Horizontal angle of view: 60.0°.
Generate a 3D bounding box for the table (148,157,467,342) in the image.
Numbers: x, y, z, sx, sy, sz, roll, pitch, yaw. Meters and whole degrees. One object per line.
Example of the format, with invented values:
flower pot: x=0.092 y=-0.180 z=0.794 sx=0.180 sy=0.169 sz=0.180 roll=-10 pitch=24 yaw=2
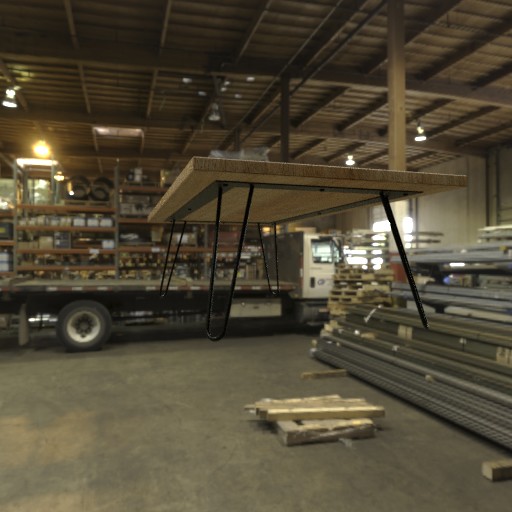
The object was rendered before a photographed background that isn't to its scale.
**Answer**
table: x=0.000 y=0.000 z=1.660 sx=0.699 sy=0.400 sz=1.348 roll=0 pitch=0 yaw=-18
